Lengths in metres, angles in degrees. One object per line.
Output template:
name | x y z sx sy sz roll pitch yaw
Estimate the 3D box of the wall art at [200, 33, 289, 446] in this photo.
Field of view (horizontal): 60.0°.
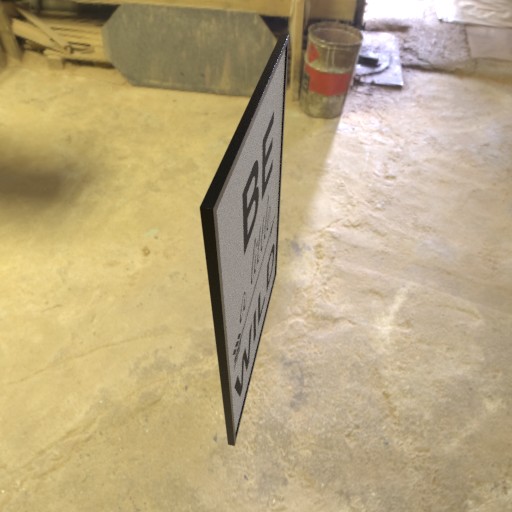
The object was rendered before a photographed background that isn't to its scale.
wall art | 0.000 0.000 0.775 0.013 0.582 0.442 9 47 8
